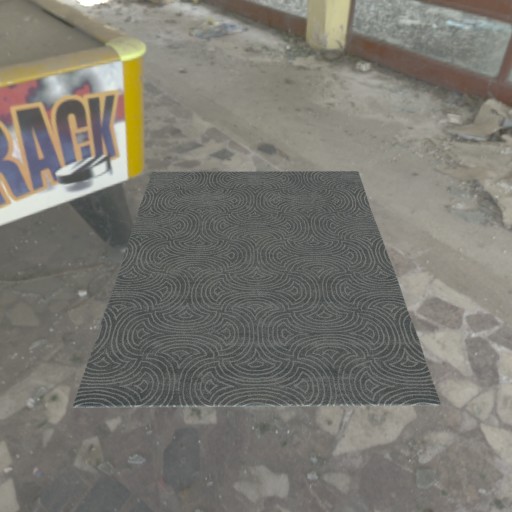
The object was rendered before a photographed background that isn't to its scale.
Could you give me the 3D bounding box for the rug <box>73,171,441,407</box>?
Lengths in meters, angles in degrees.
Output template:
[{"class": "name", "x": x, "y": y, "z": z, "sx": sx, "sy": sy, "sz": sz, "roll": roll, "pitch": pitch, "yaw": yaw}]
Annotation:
[{"class": "rug", "x": 0.000, "y": 0.000, "z": 4.085, "sx": 2.456, "sy": 0.021, "sz": 3.042, "roll": 0, "pitch": 41, "yaw": 0}]
